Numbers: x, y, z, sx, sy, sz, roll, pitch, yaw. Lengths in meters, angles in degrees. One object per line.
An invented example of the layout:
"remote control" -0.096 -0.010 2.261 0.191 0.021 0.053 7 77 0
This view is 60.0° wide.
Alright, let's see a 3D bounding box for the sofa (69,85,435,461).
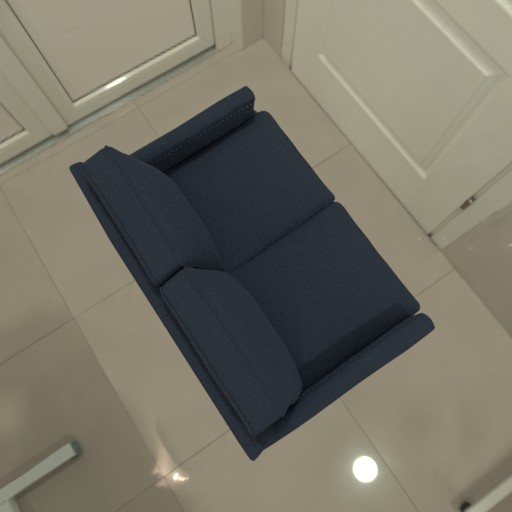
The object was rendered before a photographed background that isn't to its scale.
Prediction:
"sofa" 0.000 0.000 2.273 1.084 1.003 1.597 -33 77 -9
